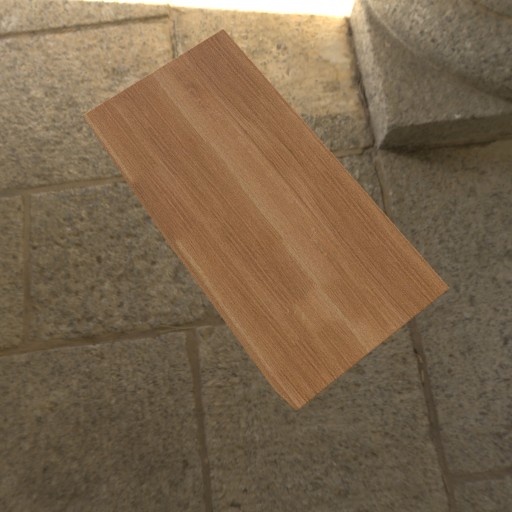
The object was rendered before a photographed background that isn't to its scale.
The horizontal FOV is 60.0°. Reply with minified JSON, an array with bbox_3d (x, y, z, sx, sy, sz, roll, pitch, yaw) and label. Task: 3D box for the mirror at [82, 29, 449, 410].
[{"bbox_3d":[0.000,0.000,1.447,0.400,1.000,0.800,-36,78,-9],"label":"mirror"}]
